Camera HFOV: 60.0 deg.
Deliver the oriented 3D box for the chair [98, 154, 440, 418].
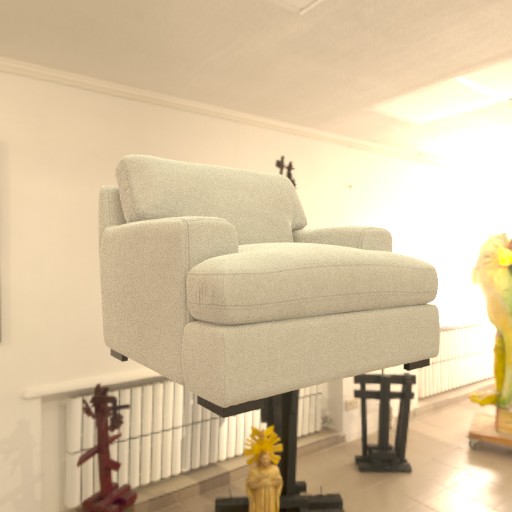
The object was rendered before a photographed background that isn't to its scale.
[{"bbox_3d":[0.000,0.000,1.986,1.140,0.930,1.158,0,0,-36],"label":"chair"}]
